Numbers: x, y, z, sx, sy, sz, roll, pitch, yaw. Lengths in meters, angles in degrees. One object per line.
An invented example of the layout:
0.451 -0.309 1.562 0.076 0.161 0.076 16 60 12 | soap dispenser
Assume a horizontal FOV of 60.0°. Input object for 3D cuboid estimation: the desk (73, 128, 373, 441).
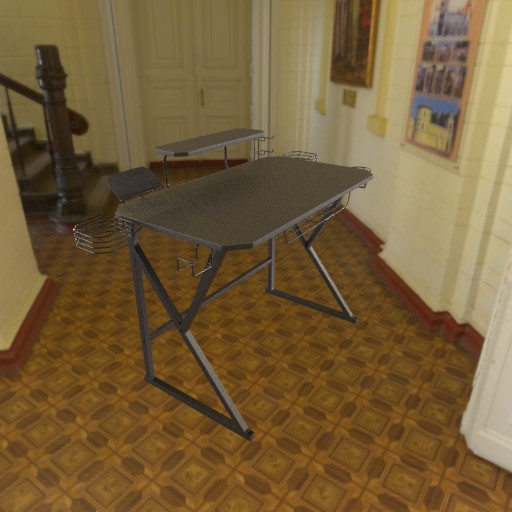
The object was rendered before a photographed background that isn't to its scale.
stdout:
0.000 0.000 1.772 0.580 0.880 1.290 17 30 31 | desk
